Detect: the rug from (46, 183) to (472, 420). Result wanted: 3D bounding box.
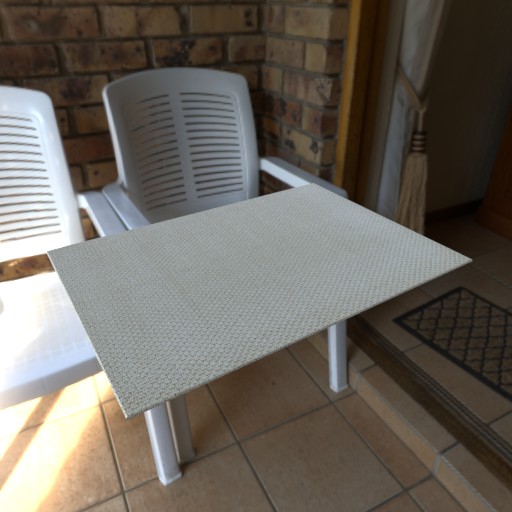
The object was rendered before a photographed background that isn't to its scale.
[{"bbox_3d":[0.000,0.000,2.726,2.144,0.013,1.509,-18,35,-28],"label":"rug"}]
